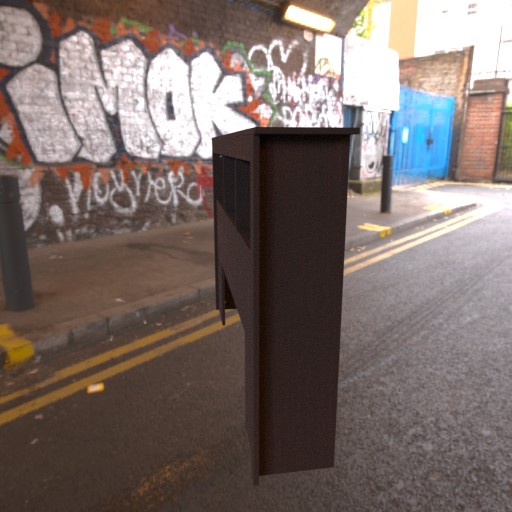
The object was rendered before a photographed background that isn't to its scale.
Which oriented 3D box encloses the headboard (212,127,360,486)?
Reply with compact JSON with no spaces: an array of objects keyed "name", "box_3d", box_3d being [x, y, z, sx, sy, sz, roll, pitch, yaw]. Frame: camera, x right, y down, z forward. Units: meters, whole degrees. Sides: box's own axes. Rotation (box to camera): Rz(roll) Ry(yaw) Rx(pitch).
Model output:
[{"name":"headboard","box_3d":[0.000,0.000,2.068,0.279,1.092,1.671,-2,14,-9]}]
